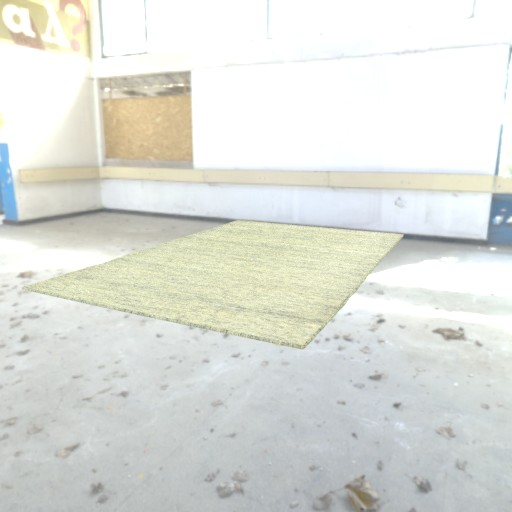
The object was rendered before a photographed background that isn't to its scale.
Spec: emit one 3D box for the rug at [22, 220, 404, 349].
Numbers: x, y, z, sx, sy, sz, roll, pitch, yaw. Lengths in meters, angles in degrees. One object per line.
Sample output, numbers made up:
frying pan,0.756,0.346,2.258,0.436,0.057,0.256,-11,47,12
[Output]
rug,0.000,0.000,2.345,1.243,0.014,1.846,7,16,26
